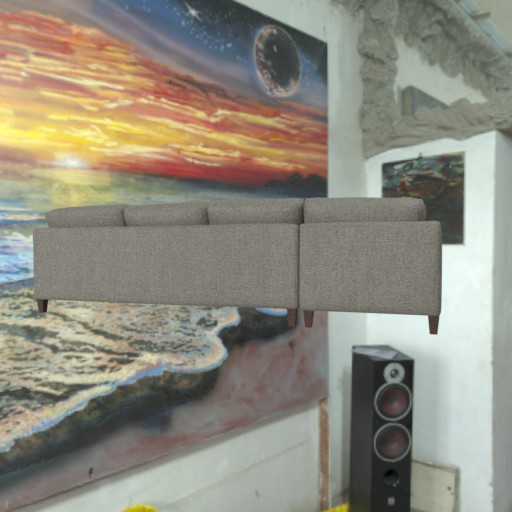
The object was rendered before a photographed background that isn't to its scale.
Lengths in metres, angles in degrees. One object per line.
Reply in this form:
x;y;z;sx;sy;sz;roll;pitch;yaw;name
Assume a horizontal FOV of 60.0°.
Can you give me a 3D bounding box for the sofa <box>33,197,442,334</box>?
0.000;0.000;4.527;3.302;0.947;2.593;0;1;17;sofa
